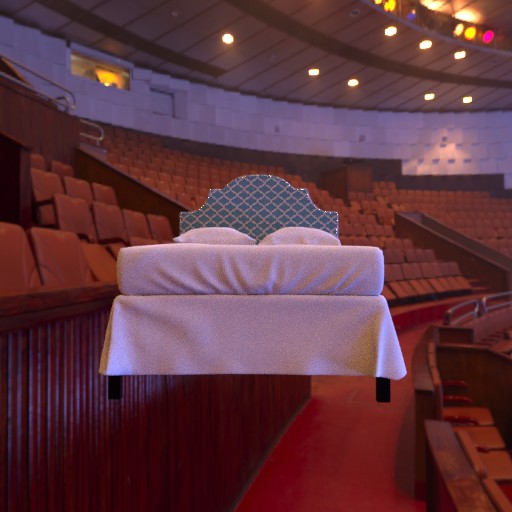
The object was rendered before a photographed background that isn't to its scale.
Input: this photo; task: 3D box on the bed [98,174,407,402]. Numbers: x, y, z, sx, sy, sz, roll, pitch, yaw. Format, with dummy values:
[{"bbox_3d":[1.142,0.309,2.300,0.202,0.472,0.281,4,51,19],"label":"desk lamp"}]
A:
[{"bbox_3d":[0.000,0.000,3.465,1.780,1.633,2.222,0,-1,2],"label":"bed"}]
